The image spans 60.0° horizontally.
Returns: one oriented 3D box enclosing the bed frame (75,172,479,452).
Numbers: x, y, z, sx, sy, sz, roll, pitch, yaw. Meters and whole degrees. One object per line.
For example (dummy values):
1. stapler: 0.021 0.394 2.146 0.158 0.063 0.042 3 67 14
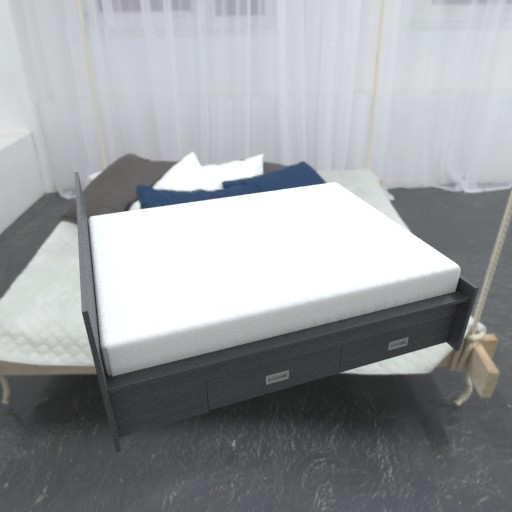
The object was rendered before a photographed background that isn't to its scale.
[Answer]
1. bed frame: 0.000 0.000 2.774 1.960 0.800 1.622 -11 32 -17
